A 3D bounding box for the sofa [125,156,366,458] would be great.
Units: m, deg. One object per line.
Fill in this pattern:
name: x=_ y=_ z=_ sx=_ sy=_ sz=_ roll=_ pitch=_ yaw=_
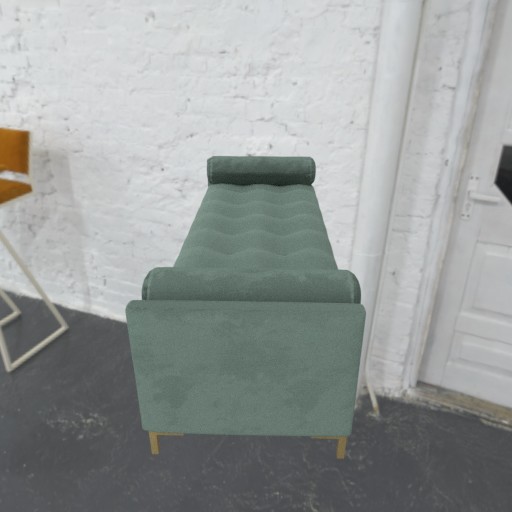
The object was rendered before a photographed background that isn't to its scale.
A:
sofa: x=0.000 y=0.000 z=2.456 sx=0.796 sy=0.705 sz=2.102 roll=1 pitch=26 yaw=2
